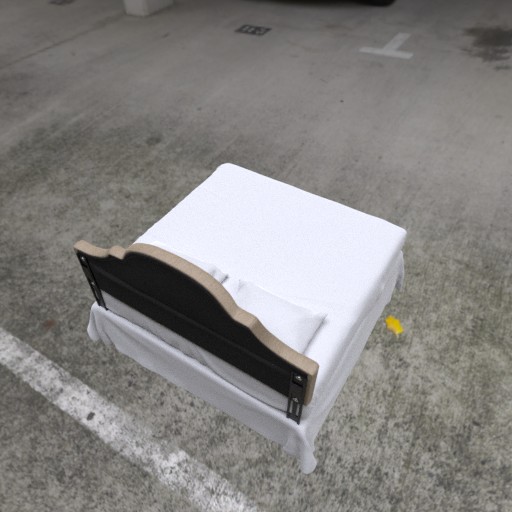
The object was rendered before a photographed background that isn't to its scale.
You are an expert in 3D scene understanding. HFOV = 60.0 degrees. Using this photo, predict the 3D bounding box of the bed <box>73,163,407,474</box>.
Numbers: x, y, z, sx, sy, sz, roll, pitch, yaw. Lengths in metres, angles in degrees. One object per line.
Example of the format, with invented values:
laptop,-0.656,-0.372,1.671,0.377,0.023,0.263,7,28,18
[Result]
bed,0.000,0.000,3.739,2.303,1.631,2.222,25,52,21
